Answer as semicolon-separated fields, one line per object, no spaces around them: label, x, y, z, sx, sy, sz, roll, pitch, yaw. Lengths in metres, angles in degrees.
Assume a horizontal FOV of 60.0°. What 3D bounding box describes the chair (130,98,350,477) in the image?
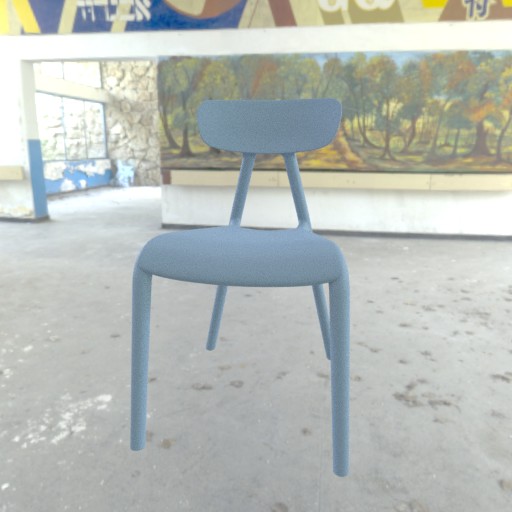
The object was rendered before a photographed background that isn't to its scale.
chair;0.000;0.000;0.819;0.356;0.580;0.401;2;14;10
